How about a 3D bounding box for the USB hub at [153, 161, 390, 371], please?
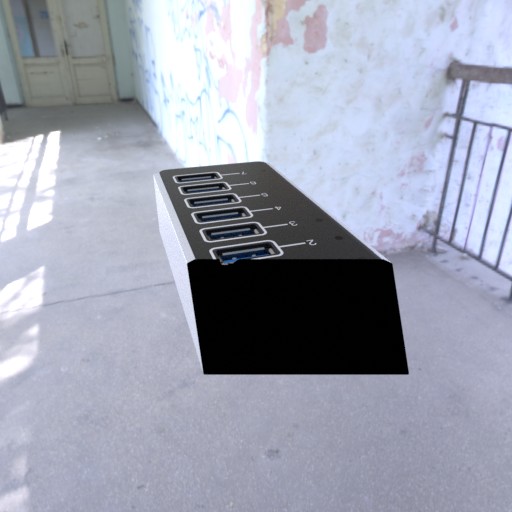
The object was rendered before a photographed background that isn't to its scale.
[{"bbox_3d":[0.000,0.000,0.126,0.044,0.023,0.110,-9,29,-16],"label":"USB hub"}]
